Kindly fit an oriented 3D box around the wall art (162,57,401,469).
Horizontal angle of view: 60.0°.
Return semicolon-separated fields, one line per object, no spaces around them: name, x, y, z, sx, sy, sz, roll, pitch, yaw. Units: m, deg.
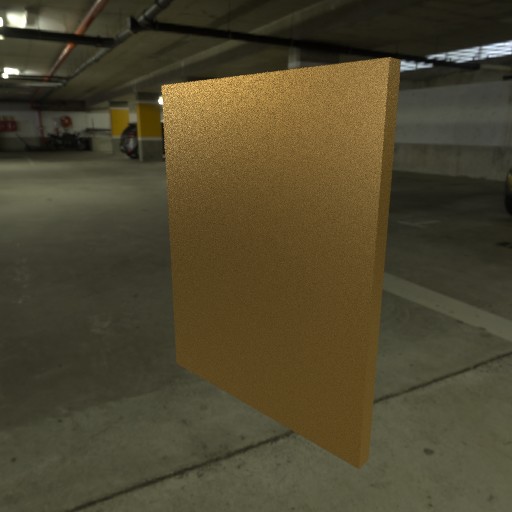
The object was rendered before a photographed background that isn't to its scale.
wall art;0.000;0.000;1.003;0.610;0.762;0.038;15;21;42
